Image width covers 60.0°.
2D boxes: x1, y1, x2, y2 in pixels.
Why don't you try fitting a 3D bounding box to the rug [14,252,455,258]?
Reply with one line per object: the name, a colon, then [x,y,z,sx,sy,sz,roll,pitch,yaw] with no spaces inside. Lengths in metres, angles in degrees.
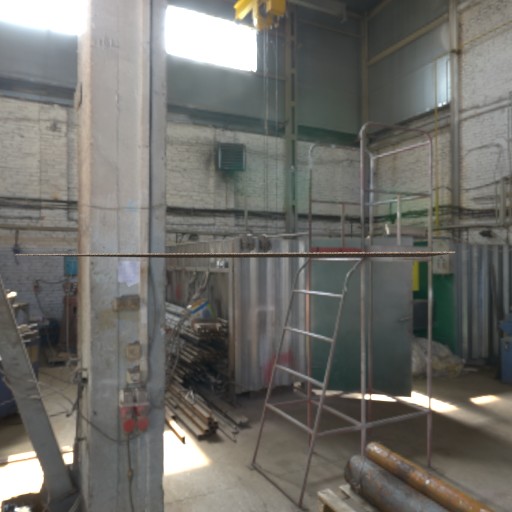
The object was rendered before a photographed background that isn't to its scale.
rug: [0.000,0.000,4.043,3.046,0.008,2.442,0,-1,17]
